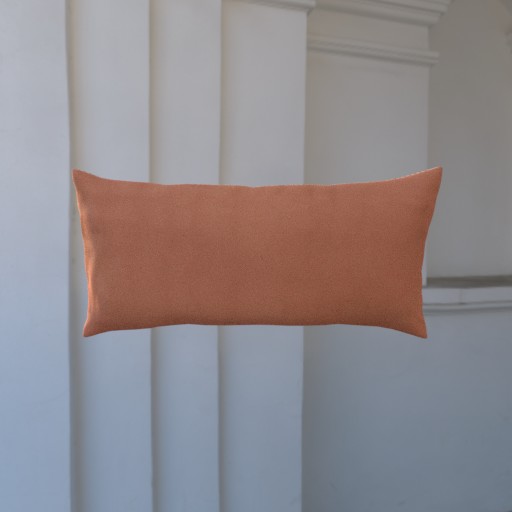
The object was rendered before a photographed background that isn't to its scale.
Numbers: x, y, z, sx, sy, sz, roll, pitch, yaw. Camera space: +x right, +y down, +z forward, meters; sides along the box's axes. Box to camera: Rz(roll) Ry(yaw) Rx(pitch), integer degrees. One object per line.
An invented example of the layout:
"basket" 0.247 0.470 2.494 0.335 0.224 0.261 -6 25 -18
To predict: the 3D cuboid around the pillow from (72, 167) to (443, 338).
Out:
"pillow" 0.000 0.000 0.756 0.608 0.292 0.156 0 1 0
